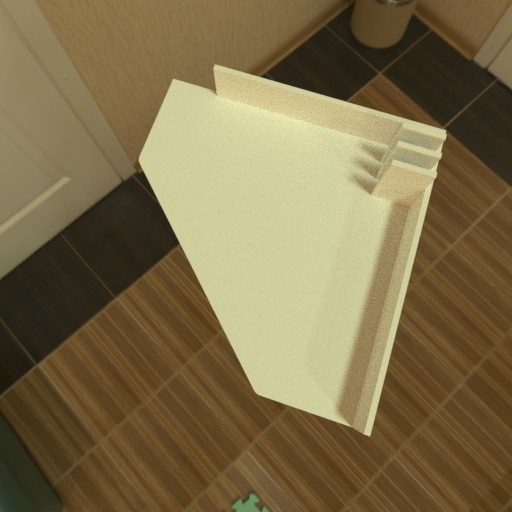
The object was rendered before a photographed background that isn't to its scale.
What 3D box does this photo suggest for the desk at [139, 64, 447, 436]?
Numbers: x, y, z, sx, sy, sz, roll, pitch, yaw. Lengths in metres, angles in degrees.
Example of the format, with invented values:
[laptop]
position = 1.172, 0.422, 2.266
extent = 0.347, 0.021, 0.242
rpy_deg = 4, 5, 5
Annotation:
[desk]
position = 0.000, 0.000, 1.706
extent = 0.940, 0.986, 0.940
rpy_deg = 18, 76, 4
